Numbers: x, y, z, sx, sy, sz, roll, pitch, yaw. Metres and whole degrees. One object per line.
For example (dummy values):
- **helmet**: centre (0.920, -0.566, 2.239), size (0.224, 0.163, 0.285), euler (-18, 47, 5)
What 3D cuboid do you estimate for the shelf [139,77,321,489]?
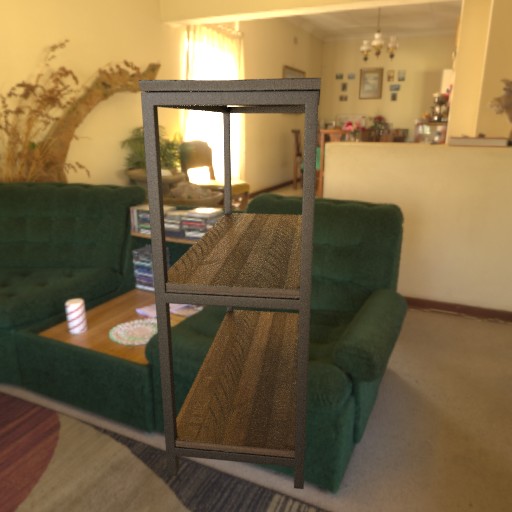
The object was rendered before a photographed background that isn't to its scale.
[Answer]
- **shelf**: centre (0.000, 0.000, 1.368), size (0.352, 0.947, 0.822), euler (2, 17, 7)
